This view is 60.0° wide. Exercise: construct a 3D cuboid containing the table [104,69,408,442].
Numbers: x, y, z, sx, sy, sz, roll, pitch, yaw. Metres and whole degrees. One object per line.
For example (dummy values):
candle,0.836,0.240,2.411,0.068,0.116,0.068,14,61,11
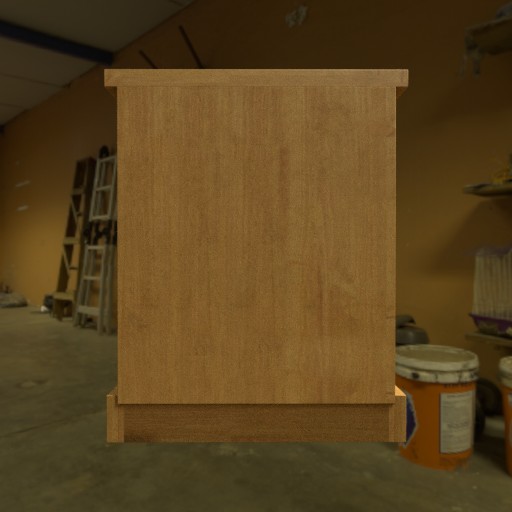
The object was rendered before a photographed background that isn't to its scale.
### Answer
table,0.000,0.000,1.214,0.660,0.813,0.500,0,0,0
